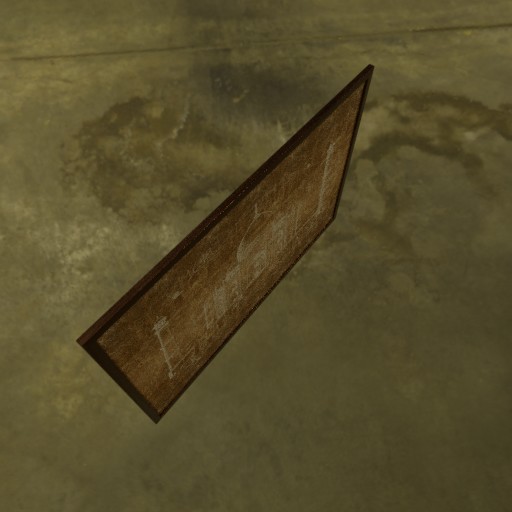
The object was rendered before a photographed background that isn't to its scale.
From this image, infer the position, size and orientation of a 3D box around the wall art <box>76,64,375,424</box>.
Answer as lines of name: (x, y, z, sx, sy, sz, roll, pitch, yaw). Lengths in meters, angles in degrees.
wall art: (0.000, 0.000, 1.040, 0.014, 0.559, 0.816, 34, 64, 19)
